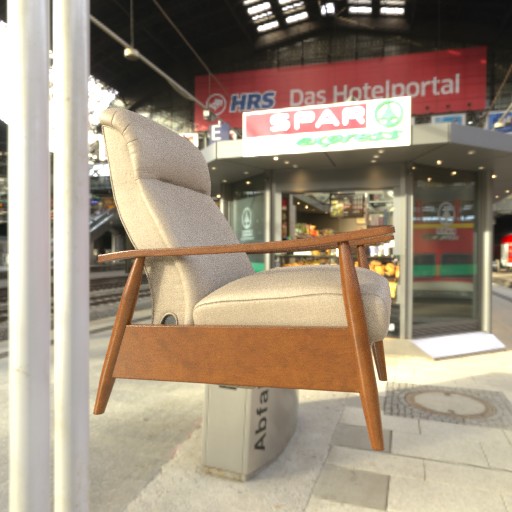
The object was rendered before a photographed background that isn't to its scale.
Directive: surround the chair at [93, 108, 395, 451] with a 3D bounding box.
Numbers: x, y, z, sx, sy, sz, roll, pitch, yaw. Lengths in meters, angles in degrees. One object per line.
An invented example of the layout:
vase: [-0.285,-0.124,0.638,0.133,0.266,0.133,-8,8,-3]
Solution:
chair: [0.000,0.000,1.728,1.032,1.082,0.762,0,1,17]
